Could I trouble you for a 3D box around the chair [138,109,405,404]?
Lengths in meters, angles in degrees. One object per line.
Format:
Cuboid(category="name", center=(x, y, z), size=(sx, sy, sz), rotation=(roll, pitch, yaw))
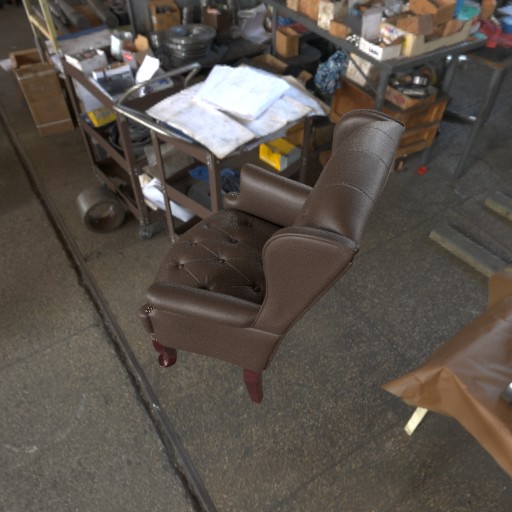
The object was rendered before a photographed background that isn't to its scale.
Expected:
Cuboid(category="chair", center=(0.000, 0.000, 1.733), size=(0.819, 1.132, 0.829), rotation=(17, 49, 16))
